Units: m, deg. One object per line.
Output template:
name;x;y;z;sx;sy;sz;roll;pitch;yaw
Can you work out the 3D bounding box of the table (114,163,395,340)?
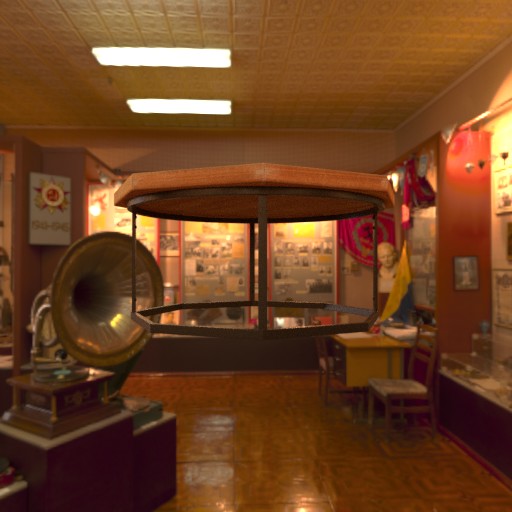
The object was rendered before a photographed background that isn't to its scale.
table;0.000;0.000;1.580;1.002;0.444;1.002;0;-1;0
